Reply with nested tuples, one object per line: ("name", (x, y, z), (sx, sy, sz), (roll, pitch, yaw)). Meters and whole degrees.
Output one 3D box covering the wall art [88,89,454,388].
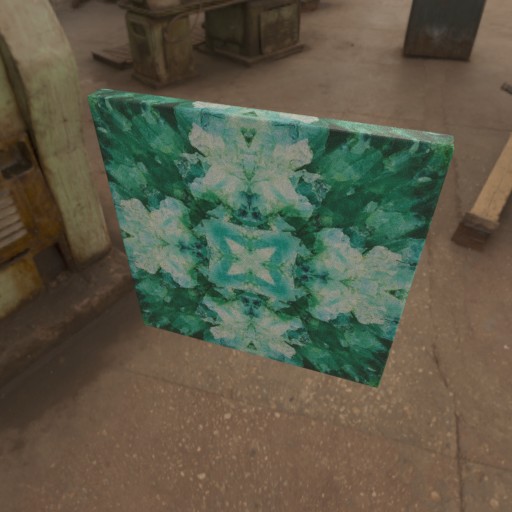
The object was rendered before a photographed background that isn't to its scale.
("wall art", (0.000, 0.000, 0.761), (0.507, 0.508, 0.038), (12, 42, 14))
